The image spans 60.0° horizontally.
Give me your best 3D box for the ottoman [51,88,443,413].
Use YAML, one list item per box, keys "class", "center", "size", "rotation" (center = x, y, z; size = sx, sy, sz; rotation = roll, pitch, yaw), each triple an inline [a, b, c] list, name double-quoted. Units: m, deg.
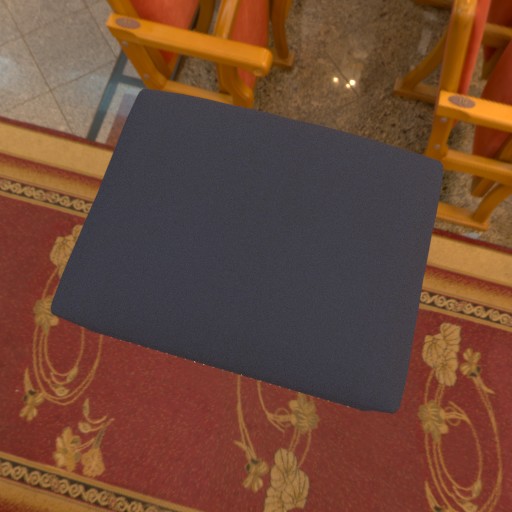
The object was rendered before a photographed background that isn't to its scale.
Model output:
- class: "ottoman"
  center: [0.000, 0.000, 1.126]
  size: [0.741, 0.513, 0.584]
  rotation: [15, 75, 4]
